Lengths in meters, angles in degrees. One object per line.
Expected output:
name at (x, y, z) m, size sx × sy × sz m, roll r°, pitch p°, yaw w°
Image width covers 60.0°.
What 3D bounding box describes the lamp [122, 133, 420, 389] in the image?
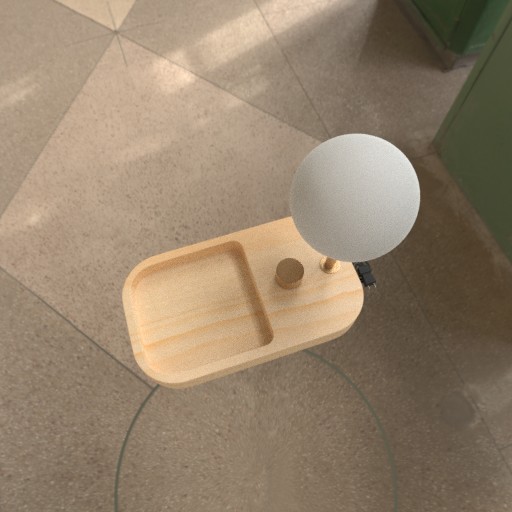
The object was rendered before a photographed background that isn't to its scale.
lamp at (0.000, 0.000, 0.484) m, size 0.331 × 0.253 × 0.173 m, roll -17°, pitch 65°, yaw -8°
